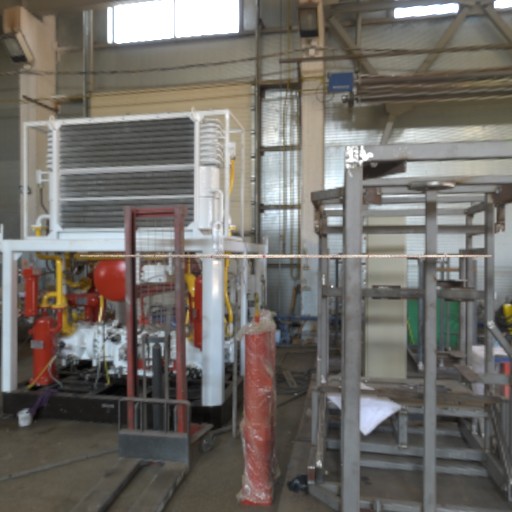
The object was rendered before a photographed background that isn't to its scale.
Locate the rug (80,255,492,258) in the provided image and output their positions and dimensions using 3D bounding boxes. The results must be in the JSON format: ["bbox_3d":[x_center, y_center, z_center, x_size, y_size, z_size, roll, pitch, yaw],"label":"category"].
[{"bbox_3d":[0.000,0.000,3.938,2.317,0.016,2.959,0,0,-34],"label":"rug"}]
